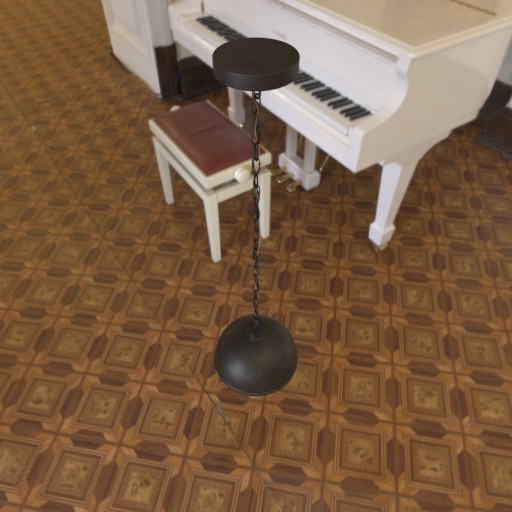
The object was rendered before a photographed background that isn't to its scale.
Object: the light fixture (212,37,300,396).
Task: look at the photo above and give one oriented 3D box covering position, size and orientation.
[{"bbox_3d":[0.000,0.000,1.212,0.304,1.090,0.304,-17,50,-15],"label":"light fixture"}]
